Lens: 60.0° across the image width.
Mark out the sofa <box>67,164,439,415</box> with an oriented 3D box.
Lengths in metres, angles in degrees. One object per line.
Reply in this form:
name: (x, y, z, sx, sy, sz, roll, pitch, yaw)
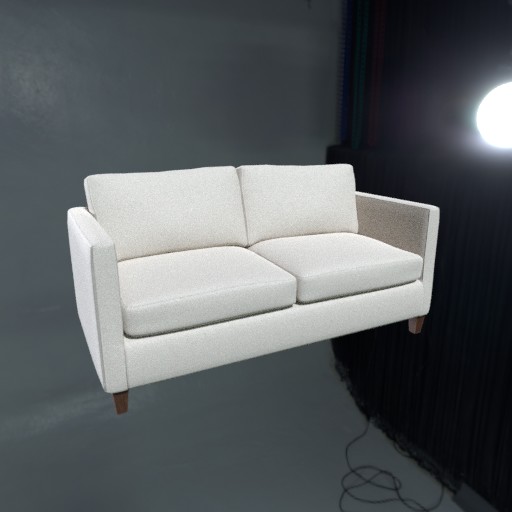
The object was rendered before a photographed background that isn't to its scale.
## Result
sofa: (0.000, 0.000, 2.301, 1.722, 0.888, 0.873, -8, 18, -26)
